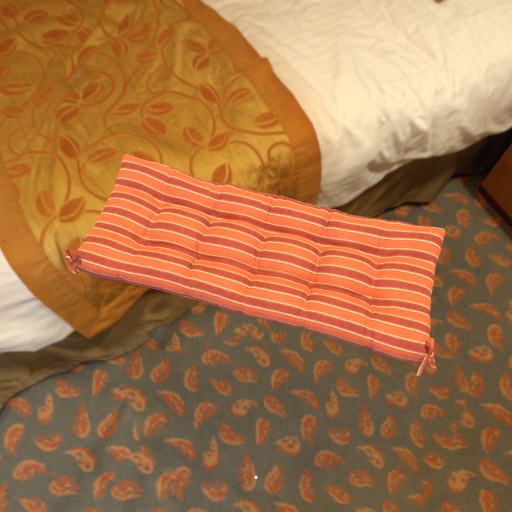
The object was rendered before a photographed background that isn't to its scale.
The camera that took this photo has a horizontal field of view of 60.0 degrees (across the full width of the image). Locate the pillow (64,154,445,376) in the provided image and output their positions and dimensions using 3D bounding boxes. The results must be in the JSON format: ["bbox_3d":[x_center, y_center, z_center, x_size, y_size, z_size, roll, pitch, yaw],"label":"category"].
[{"bbox_3d":[0.000,0.000,1.417,1.194,0.174,0.511,14,64,7],"label":"pillow"}]
